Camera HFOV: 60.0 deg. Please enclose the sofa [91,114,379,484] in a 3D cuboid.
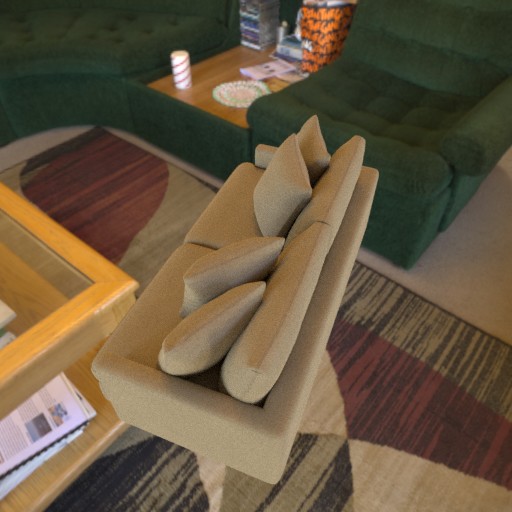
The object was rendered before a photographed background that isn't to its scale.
[{"bbox_3d":[0.000,0.000,3.056,1.228,1.084,2.380,16,48,15],"label":"sofa"}]
